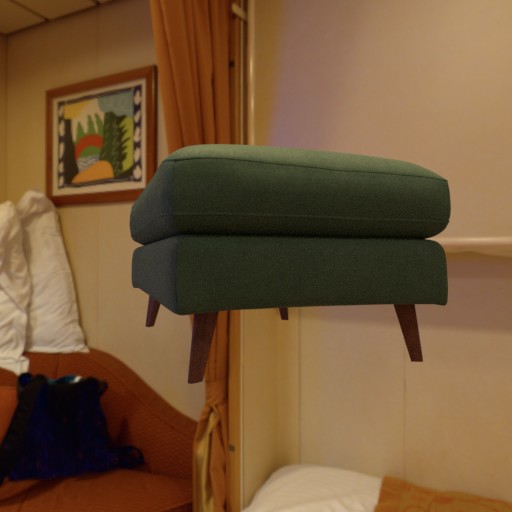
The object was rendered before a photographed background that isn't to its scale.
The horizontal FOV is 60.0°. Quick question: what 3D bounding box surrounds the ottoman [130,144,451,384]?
[{"bbox_3d":[0.000,0.000,1.181,0.608,0.449,0.811,0,-1,-20],"label":"ottoman"}]
